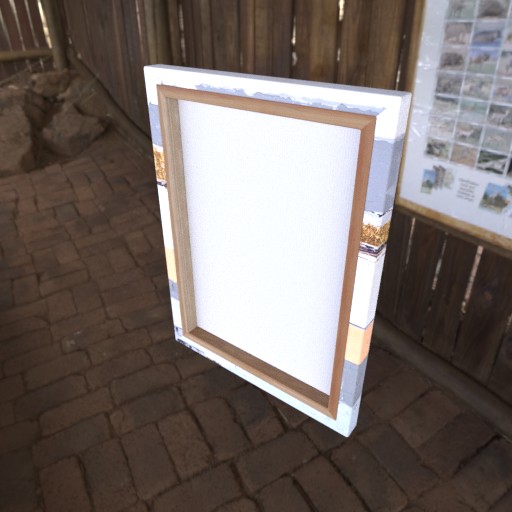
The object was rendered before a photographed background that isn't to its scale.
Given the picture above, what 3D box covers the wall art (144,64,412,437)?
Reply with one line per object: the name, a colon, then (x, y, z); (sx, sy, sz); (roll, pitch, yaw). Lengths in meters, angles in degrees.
wall art: (0.000, 0.000, 0.805); (0.456, 0.609, 0.038); (21, 36, 31)
